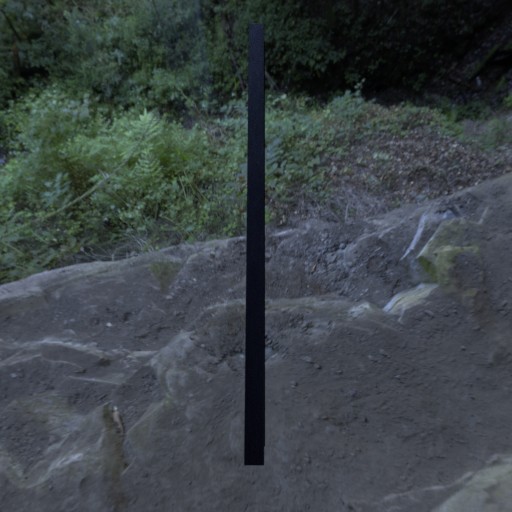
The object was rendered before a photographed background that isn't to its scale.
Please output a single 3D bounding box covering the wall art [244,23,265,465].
[{"bbox_3d":[0.000,0.000,0.854,0.027,0.458,0.657,0,75,0],"label":"wall art"}]
